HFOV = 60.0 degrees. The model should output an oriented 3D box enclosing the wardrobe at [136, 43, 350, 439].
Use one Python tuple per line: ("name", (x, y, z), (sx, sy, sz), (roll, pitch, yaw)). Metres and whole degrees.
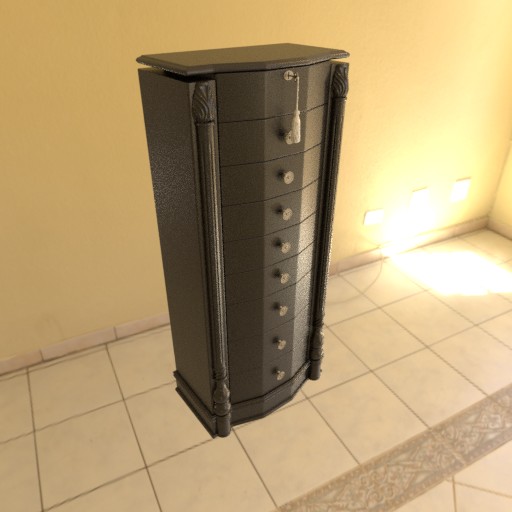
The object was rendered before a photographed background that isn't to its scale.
("wardrobe", (0.000, 0.000, 1.211), (0.444, 1.011, 0.295), (-21, 37, -31))
